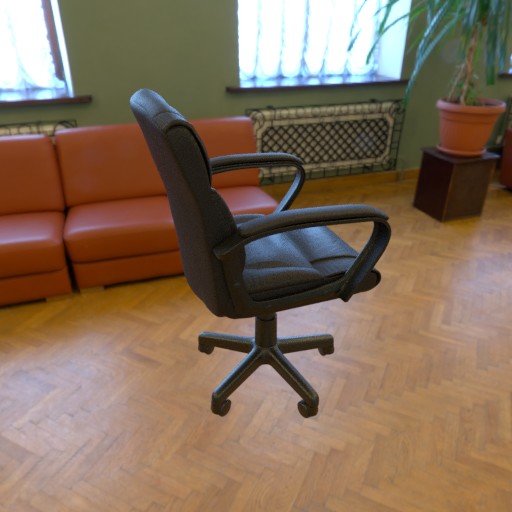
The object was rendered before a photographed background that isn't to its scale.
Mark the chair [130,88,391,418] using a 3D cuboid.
[{"bbox_3d":[0.000,0.000,1.391,0.641,0.998,0.576,-10,30,-18],"label":"chair"}]
